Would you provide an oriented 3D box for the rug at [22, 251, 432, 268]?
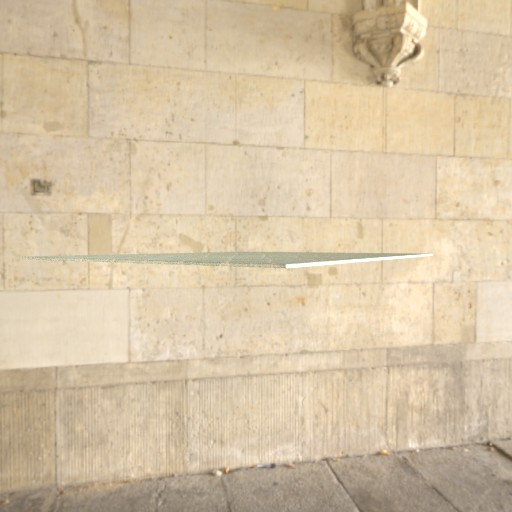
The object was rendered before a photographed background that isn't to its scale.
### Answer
[{"bbox_3d":[0.000,0.000,4.084,2.420,0.019,3.039,1,2,34],"label":"rug"}]
